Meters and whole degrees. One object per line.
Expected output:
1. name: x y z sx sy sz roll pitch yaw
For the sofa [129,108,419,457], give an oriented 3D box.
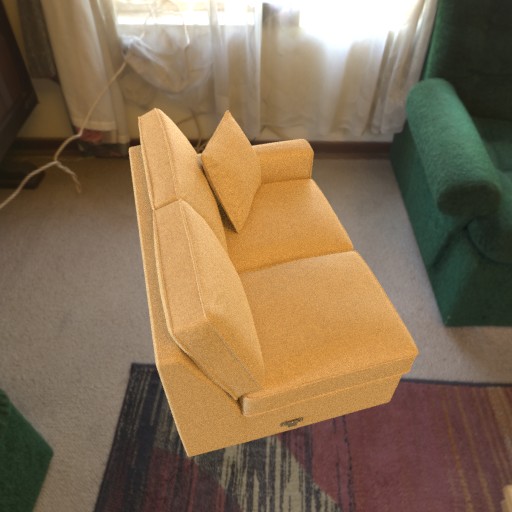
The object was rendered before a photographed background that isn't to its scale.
1. sofa: 0.000 0.000 2.095 0.991 0.989 1.388 -11 47 -10
